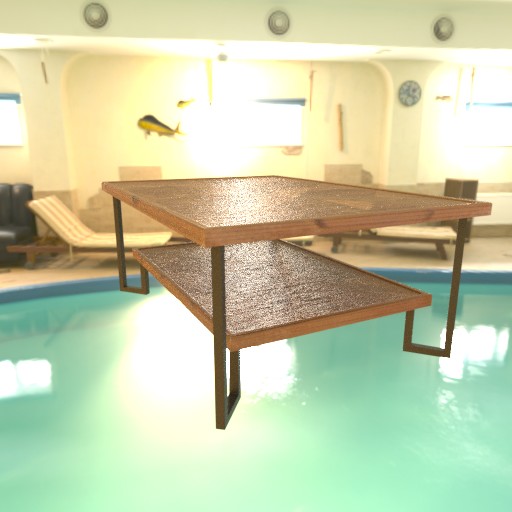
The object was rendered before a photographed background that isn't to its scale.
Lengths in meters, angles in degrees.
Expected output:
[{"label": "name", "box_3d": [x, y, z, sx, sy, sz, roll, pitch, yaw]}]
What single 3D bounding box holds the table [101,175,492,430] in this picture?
[{"label": "table", "box_3d": [0.000, 0.000, 1.656, 0.877, 0.492, 1.238, -7, 16, -27]}]
